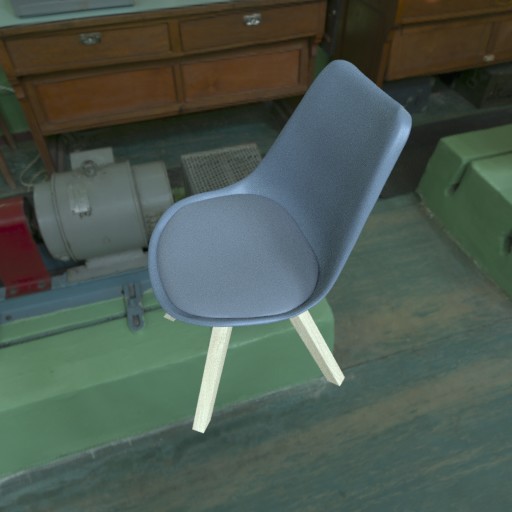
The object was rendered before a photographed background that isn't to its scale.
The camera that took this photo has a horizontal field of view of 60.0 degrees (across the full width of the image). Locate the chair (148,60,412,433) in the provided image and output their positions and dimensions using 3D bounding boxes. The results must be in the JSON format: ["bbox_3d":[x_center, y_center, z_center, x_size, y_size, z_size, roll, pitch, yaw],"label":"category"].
[{"bbox_3d":[0.000,0.000,1.153,0.550,0.850,0.485,-14,48,-13],"label":"chair"}]
